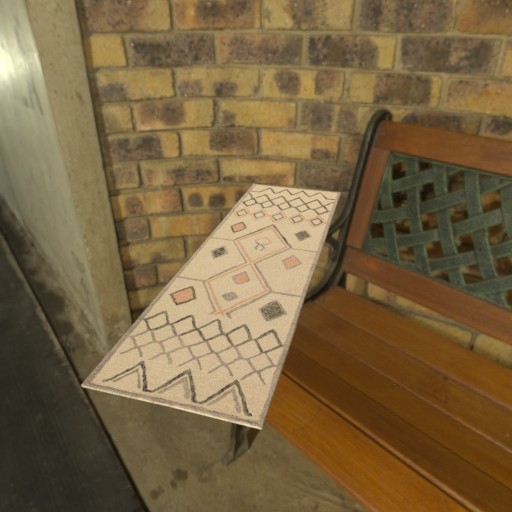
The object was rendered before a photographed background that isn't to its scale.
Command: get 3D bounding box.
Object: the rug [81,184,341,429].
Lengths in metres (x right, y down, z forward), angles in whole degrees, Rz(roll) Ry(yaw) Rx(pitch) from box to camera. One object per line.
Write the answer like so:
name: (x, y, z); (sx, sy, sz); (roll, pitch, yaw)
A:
rug: (0.000, 0.000, 2.694); (0.750, 0.011, 2.435); (8, 30, 14)
